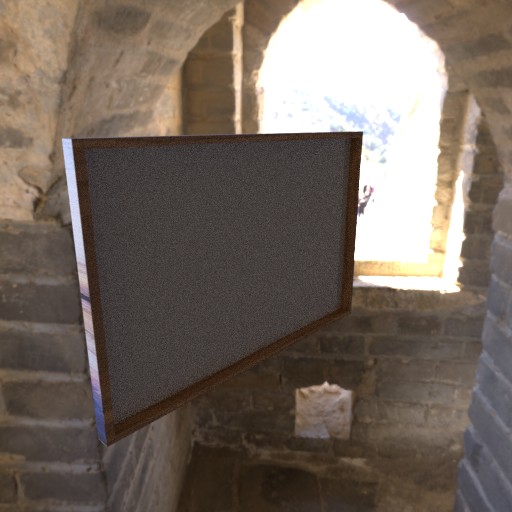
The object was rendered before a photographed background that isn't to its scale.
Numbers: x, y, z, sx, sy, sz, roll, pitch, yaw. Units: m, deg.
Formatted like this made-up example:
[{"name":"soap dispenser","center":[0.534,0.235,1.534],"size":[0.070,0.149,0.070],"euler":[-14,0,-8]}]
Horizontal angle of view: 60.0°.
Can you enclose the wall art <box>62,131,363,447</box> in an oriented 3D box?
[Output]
[{"name":"wall art","center":[0.000,0.000,1.138],"size":[0.037,0.605,0.911],"euler":[15,23,41]}]
